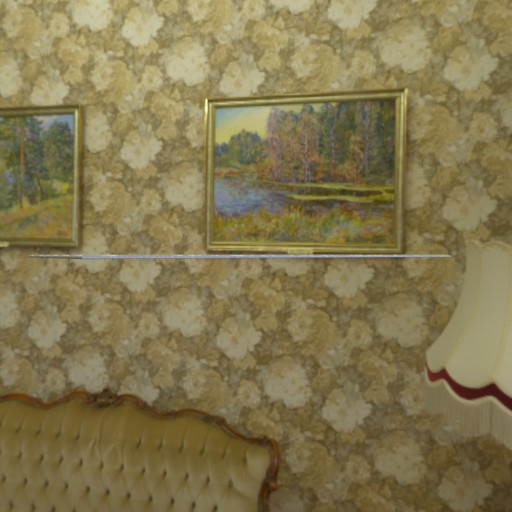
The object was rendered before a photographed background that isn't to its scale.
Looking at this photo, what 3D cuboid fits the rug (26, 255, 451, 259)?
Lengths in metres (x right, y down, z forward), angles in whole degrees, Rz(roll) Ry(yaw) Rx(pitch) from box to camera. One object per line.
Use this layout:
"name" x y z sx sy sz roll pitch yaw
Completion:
"rug" 0.000 0.000 1.405 1.219 0.007 0.604 0 0 -36
